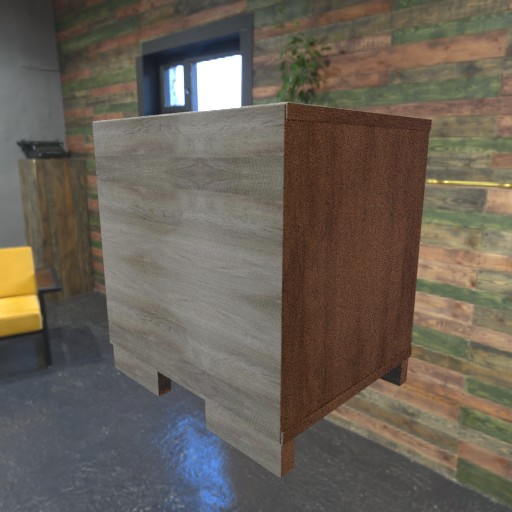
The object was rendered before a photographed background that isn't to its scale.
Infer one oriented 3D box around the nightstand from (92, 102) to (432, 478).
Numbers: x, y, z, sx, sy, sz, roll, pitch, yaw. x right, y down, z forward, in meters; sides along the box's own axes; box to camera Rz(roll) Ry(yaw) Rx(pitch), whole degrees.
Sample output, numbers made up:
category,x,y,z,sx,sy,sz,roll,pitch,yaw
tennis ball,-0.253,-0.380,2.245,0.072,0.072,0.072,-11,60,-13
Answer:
category,x,y,z,sx,sy,sz,roll,pitch,yaw
nightstand,0.000,0.000,0.764,0.427,0.448,0.347,13,18,43
